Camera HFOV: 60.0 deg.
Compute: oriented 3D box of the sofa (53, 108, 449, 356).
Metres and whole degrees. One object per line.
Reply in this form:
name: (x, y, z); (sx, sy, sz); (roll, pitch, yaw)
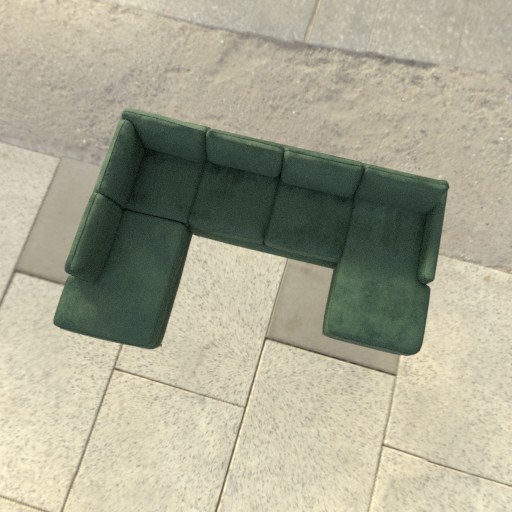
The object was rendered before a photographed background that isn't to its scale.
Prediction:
sofa: (0.000, 0.000, 3.826); (2.994, 0.861, 1.992); (13, 76, 3)
